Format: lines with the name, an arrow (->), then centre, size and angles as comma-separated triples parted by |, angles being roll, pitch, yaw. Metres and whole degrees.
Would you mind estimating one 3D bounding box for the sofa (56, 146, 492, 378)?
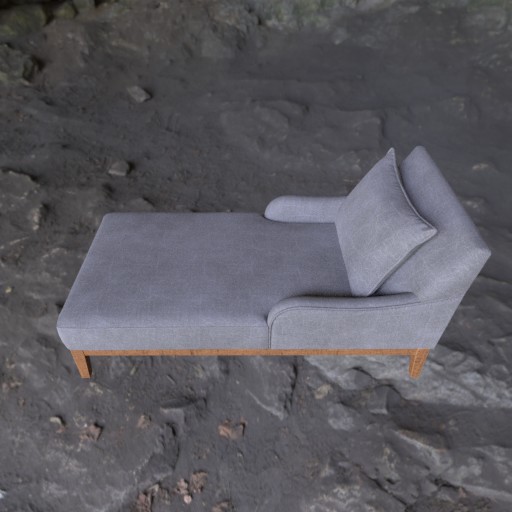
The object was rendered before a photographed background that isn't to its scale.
sofa -> 0.000, 0.000, 2.246 | 1.779, 0.859, 0.894 | 0, 40, 0
